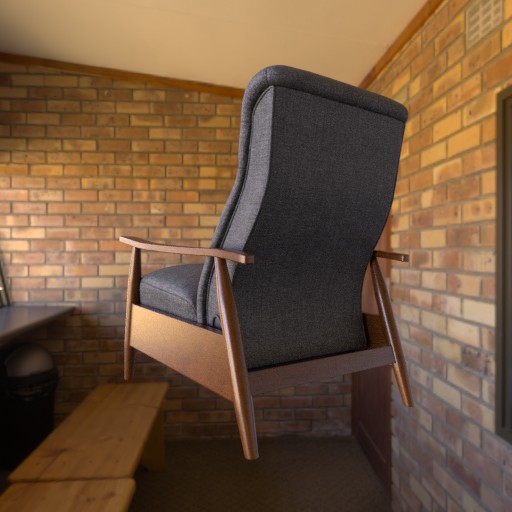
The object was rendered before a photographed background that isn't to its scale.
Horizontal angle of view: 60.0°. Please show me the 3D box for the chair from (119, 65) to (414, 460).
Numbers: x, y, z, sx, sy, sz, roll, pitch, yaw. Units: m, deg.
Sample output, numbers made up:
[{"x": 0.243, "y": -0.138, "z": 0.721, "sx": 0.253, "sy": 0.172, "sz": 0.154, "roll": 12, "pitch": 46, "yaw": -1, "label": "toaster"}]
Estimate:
[{"x": 0.000, "y": 0.000, "z": 1.775, "sx": 0.762, "sy": 1.082, "sz": 1.030, "roll": 0, "pitch": 0, "yaw": -36, "label": "chair"}]
